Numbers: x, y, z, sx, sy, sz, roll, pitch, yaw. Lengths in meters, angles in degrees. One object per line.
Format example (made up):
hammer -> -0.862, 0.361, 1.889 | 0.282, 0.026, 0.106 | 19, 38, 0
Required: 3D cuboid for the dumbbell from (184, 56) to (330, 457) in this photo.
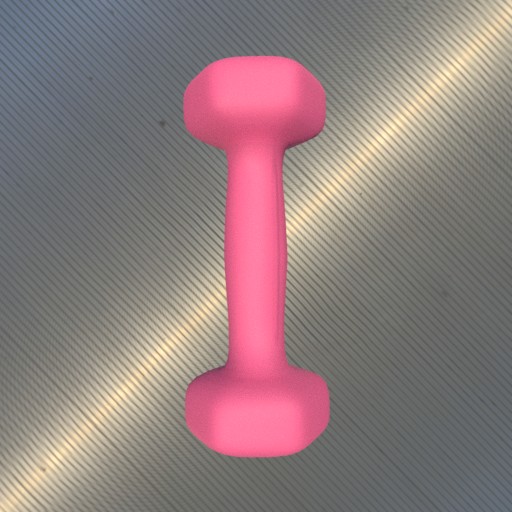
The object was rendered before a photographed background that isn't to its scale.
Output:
dumbbell -> 0.000, 0.000, 0.176 | 0.058, 0.053, 0.146 | 0, 89, 0
